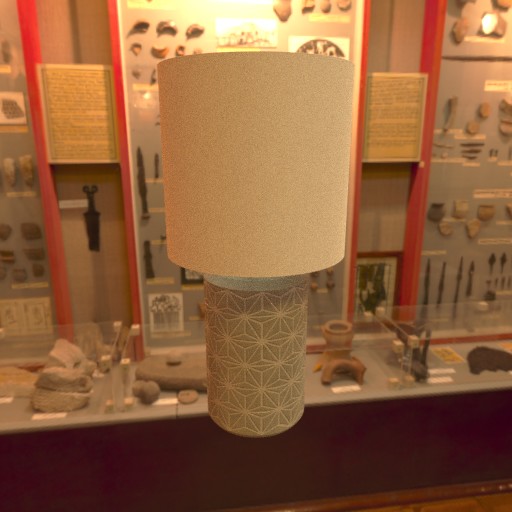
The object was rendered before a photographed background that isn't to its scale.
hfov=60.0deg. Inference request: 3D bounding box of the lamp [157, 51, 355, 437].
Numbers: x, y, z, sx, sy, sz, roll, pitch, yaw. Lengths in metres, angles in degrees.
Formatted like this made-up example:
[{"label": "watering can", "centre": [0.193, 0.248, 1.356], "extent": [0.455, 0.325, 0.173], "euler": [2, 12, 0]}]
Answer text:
[{"label": "lamp", "centre": [0.000, 0.000, 0.528], "extent": [0.206, 0.416, 0.206], "euler": [-2, 16, -7]}]
